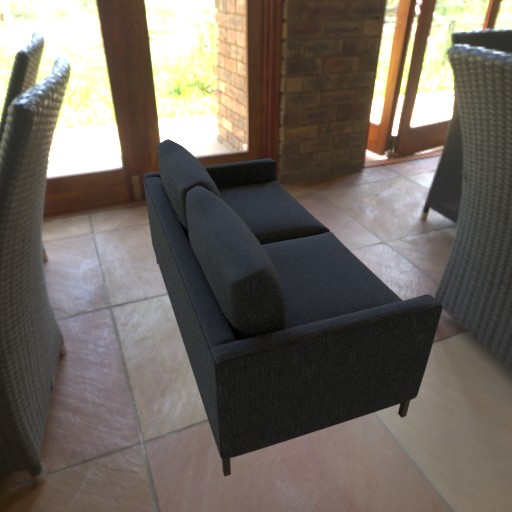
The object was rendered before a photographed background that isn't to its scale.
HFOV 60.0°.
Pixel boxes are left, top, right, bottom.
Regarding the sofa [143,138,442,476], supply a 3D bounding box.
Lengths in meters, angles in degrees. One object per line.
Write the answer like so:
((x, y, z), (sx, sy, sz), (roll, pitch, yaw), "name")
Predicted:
((0.000, 0.000, 2.239), (0.866, 0.862, 1.716), (-11, 33, -17), "sofa")
